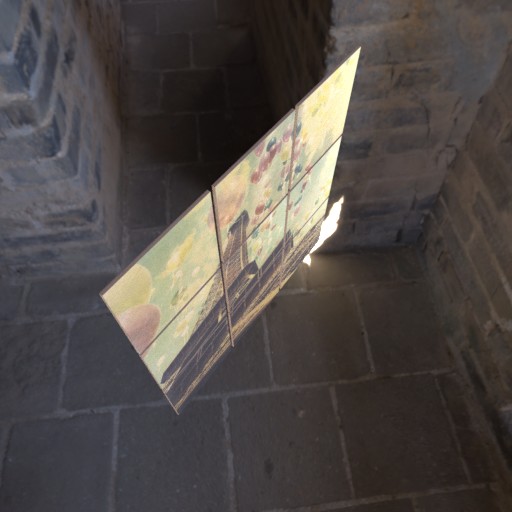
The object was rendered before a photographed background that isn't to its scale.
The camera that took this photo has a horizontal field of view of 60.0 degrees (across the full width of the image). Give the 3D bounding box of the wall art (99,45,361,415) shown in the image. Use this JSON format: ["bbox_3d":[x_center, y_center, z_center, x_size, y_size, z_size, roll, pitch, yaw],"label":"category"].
[{"bbox_3d":[0.000,0.000,1.813,0.013,1.218,1.219,32,63,19],"label":"wall art"}]
